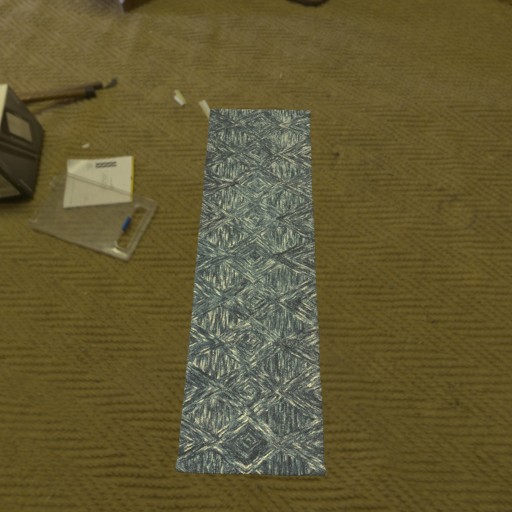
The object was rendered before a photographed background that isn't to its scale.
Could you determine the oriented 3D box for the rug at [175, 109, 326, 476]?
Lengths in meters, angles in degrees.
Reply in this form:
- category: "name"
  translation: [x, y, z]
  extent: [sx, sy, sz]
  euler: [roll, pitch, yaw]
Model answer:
- category: "rug"
  translation: [0.000, 0.000, 2.605]
  extent: [0.719, 0.013, 2.306]
  euler: [1, 64, 1]
